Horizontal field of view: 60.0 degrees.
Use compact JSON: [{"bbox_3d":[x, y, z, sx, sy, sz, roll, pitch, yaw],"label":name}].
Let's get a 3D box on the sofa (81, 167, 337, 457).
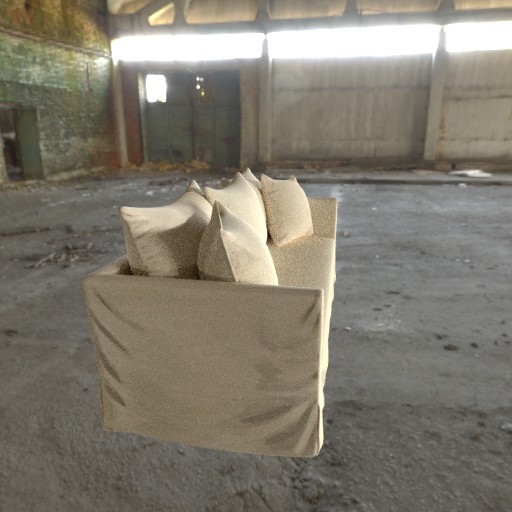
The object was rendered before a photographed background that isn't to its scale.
[{"bbox_3d":[0.000,0.000,2.923,1.030,1.042,2.484,3,16,11],"label":"sofa"}]
